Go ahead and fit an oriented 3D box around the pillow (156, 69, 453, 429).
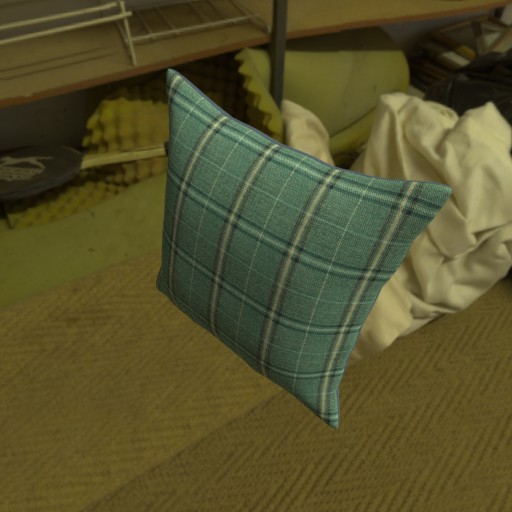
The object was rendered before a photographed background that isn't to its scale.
[{"bbox_3d":[0.000,0.000,0.697,0.453,0.430,0.200,32,55,27],"label":"pillow"}]
